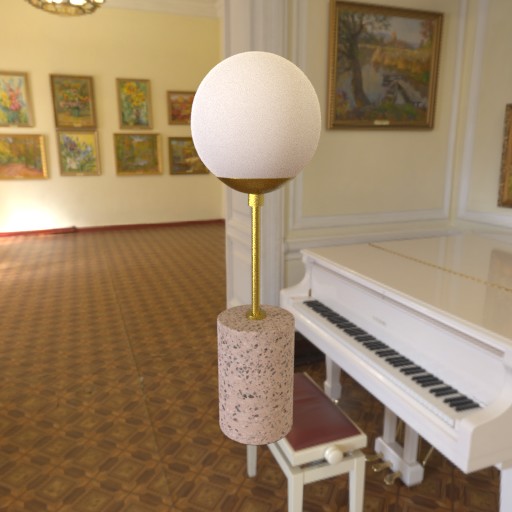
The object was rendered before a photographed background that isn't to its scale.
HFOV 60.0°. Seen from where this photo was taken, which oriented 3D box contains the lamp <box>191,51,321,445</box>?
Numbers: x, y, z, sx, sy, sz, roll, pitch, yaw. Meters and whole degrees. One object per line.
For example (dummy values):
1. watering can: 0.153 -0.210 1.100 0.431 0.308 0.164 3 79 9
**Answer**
1. lamp: 0.000 0.000 0.565 0.153 0.480 0.153 0 14 0
